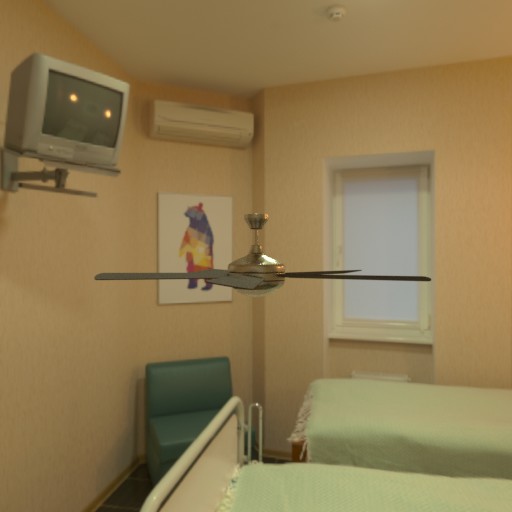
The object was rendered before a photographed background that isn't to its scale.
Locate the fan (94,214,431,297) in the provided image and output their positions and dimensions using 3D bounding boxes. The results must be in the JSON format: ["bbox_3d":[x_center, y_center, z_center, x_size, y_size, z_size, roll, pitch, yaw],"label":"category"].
[{"bbox_3d":[0.000,0.000,1.920,1.321,0.356,1.321,0,0,-18],"label":"fan"}]
